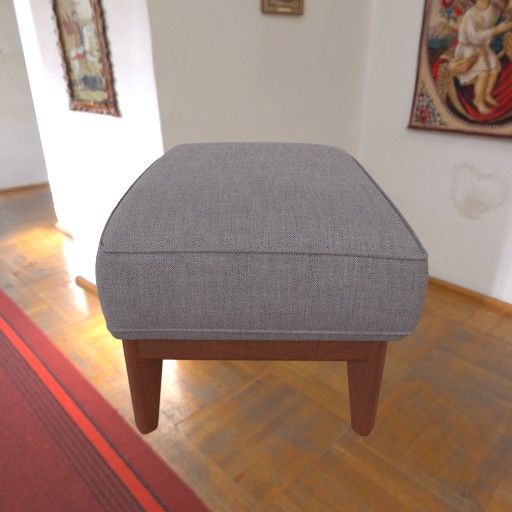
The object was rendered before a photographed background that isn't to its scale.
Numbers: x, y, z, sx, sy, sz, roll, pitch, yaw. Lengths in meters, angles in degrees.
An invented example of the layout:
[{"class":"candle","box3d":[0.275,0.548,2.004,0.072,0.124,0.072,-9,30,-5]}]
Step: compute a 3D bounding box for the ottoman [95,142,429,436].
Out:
[{"class":"ottoman","box3d":[0.000,0.000,1.068,0.555,0.458,0.750,0,25,1]}]
